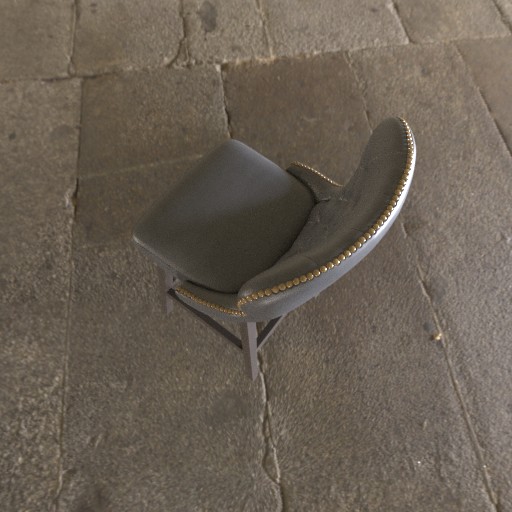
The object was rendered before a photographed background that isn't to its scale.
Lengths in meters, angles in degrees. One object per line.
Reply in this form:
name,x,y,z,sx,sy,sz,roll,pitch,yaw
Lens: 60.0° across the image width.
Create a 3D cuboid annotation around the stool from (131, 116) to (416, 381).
stool,0.000,0.000,1.279,0.593,0.971,0.528,34,68,16
